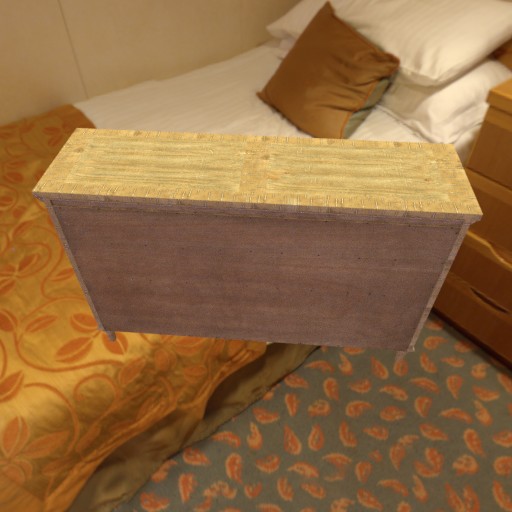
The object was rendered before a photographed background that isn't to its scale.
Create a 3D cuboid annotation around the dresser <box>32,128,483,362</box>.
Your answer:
[{"bbox_3d":[0.000,0.000,2.113,1.626,1.016,0.457,3,46,3],"label":"dresser"}]
